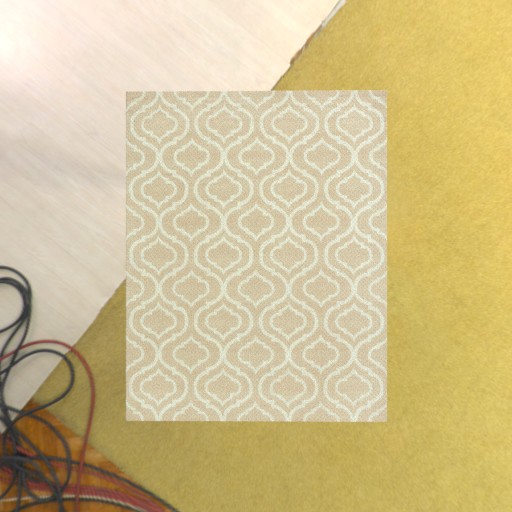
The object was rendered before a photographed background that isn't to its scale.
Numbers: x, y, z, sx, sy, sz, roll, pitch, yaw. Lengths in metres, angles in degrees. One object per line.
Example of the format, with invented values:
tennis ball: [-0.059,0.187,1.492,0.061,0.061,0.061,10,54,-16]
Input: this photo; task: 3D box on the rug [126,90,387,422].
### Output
rug: [0.000,0.000,3.884,2.286,0.013,2.894,0,90,1]
